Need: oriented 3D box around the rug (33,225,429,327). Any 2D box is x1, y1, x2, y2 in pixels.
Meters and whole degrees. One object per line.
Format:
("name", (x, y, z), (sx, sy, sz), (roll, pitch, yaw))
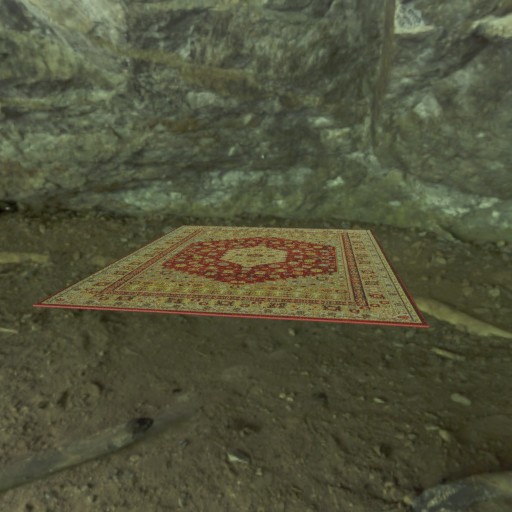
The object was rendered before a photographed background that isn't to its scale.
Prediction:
("rug", (0.000, 0.000, 4.084), (2.387, 0.013, 3.053), (2, 14, 8))
